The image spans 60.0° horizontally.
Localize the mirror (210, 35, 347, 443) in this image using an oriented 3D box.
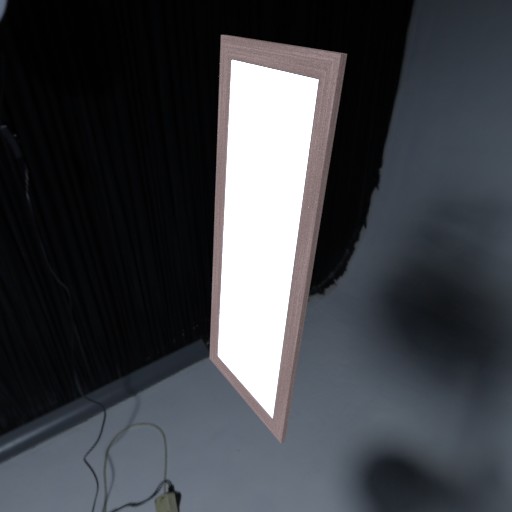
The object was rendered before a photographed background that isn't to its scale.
[{"bbox_3d":[0.000,0.000,2.328,0.221,2.020,0.812,-20,37,-29],"label":"mirror"}]
